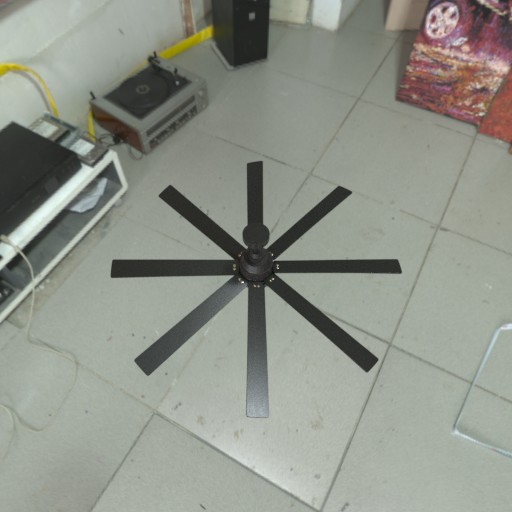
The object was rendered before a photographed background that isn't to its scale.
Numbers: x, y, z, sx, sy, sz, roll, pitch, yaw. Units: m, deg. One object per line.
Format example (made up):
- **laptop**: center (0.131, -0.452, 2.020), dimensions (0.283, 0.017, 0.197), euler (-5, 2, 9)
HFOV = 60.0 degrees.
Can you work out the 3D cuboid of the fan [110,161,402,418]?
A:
- **fan**: center (0.000, 0.000, 2.694), dimensions (1.830, 0.472, 1.830), euler (0, 58, 0)
